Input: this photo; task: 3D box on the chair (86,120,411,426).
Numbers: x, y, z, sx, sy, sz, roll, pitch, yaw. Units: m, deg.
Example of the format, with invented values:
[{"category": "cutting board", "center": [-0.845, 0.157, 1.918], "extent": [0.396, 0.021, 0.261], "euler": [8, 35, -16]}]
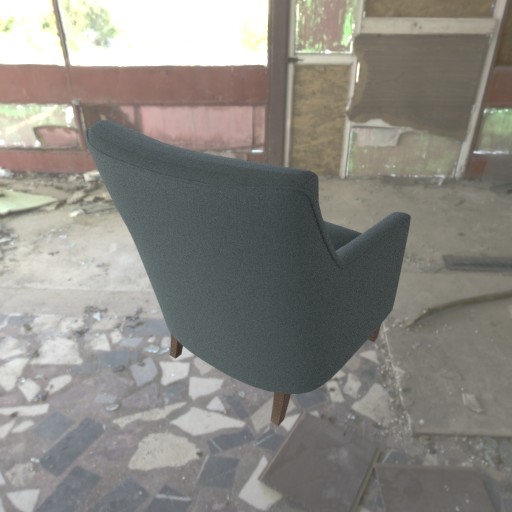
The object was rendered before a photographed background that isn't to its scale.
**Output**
[{"category": "chair", "center": [0.000, 0.000, 1.523], "extent": [0.756, 0.916, 0.879], "euler": [22, 37, 33]}]
